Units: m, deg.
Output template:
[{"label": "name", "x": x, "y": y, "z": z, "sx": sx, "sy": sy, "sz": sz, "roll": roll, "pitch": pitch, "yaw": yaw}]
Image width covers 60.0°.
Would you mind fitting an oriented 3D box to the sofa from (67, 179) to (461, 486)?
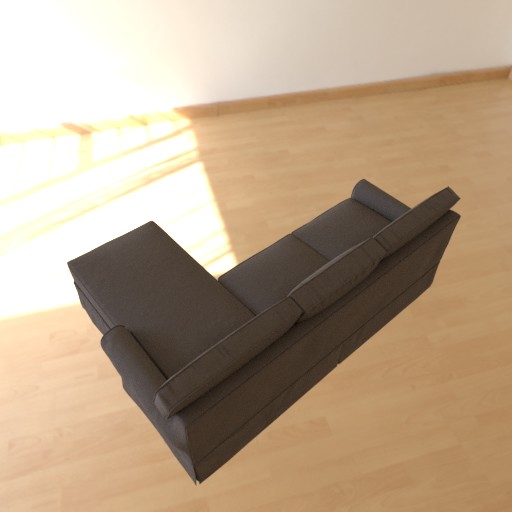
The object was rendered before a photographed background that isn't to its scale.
[{"label": "sofa", "x": 0.000, "y": 0.000, "z": 3.267, "sx": 2.475, "sy": 0.978, "sz": 1.733, "roll": -32, "pitch": 53, "yaw": -27}]
